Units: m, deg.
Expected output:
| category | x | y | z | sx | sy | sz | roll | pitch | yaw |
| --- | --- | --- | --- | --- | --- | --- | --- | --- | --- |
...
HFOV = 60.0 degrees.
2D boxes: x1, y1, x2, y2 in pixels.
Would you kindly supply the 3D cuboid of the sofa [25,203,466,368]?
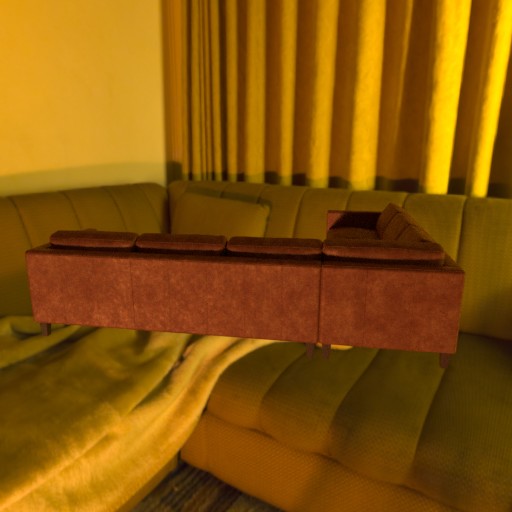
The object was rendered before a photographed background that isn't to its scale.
| category | x | y | z | sx | sy | sz | roll | pitch | yaw |
| --- | --- | --- | --- | --- | --- | --- | --- | --- | --- |
| sofa | 0.000 | 0.000 | 4.312 | 3.150 | 0.838 | 2.438 | 3 | 15 | 10 |
